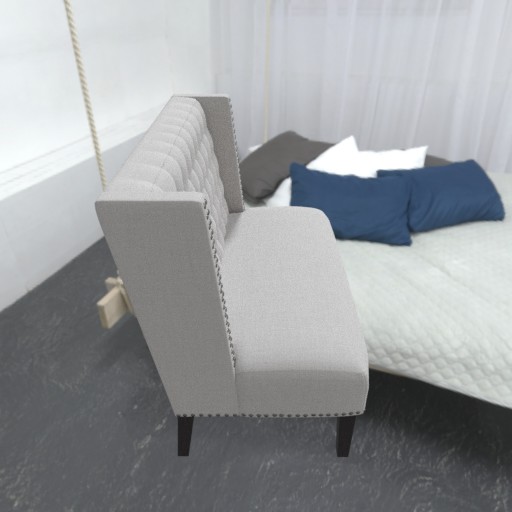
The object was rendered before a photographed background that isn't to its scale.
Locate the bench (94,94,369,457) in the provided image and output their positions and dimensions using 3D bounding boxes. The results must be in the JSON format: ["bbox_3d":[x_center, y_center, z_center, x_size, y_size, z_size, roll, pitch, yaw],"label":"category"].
[{"bbox_3d":[0.000,0.000,1.978,0.847,1.123,1.280,0,32,0],"label":"bench"}]
